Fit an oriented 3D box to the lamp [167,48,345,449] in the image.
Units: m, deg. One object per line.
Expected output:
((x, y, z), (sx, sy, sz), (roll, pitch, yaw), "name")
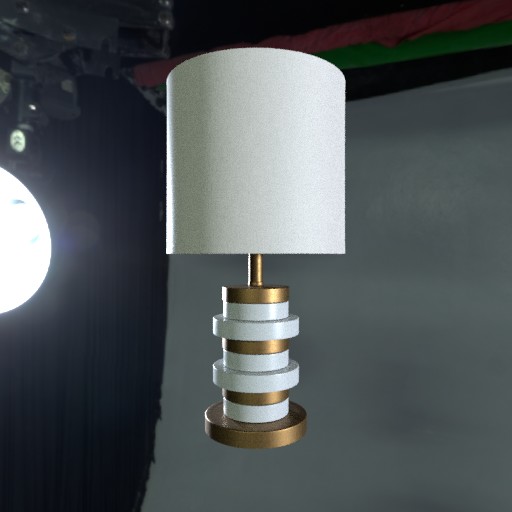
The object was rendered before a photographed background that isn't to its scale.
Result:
((0.000, 0.000, 0.531), (0.210, 0.410, 0.210), (0, 0, 18), "lamp")
